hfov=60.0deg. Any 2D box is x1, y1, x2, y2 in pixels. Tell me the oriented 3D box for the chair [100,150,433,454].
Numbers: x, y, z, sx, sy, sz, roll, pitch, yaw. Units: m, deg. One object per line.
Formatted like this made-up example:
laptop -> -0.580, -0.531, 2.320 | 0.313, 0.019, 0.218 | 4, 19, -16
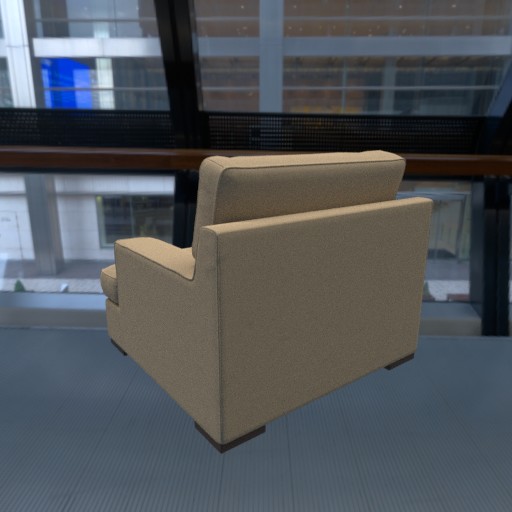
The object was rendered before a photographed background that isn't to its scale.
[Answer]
chair -> 0.000, 0.000, 2.162 | 1.293, 1.005, 1.274 | -15, 21, -43
